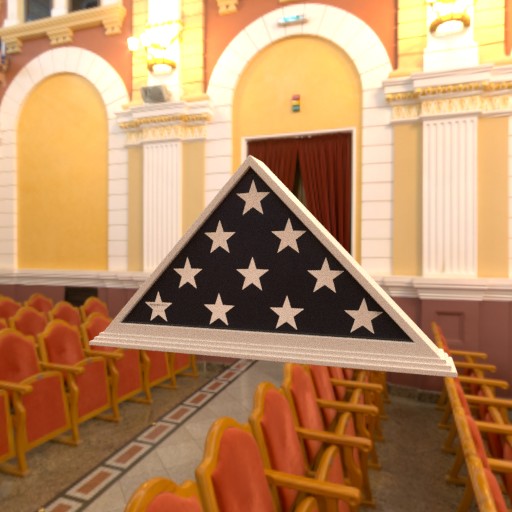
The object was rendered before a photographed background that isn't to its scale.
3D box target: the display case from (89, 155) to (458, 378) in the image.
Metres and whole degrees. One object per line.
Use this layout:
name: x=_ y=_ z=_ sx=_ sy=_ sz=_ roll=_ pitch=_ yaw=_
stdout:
display case: x=0.000 y=0.000 z=0.777 sx=0.640 sy=0.340 sz=0.095 roll=0 pitch=1 yaw=20
